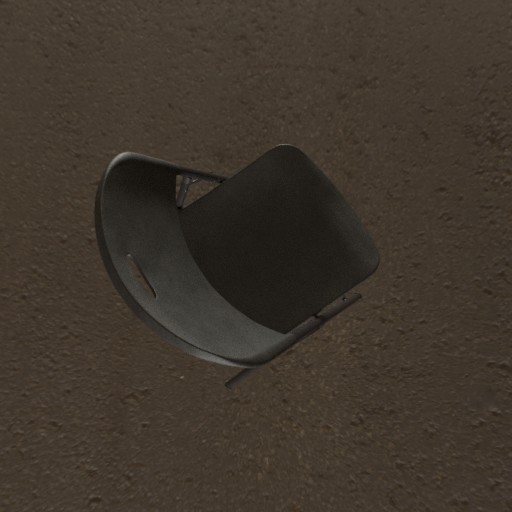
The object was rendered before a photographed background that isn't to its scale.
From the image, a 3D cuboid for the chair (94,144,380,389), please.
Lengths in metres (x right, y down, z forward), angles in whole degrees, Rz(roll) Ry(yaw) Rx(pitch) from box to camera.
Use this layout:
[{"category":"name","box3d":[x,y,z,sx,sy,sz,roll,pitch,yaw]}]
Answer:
[{"category":"chair","box3d":[0.000,0.000,1.163,0.566,0.810,0.494,-33,78,-8]}]
